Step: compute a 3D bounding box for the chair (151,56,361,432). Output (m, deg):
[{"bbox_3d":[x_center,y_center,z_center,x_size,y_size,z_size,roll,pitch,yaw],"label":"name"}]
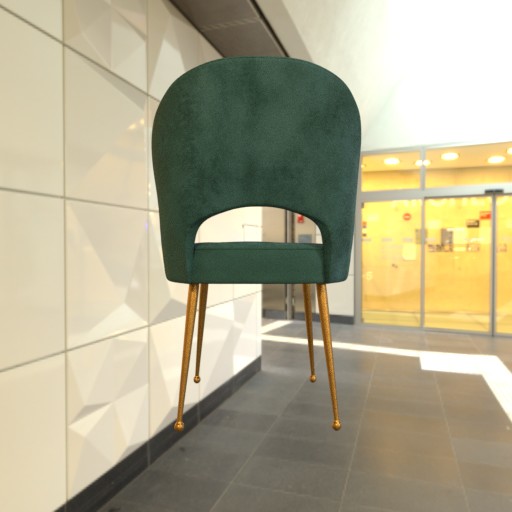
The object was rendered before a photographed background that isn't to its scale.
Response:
[{"bbox_3d":[0.000,0.000,1.232,0.527,0.860,0.577,0,1,-1],"label":"chair"}]
